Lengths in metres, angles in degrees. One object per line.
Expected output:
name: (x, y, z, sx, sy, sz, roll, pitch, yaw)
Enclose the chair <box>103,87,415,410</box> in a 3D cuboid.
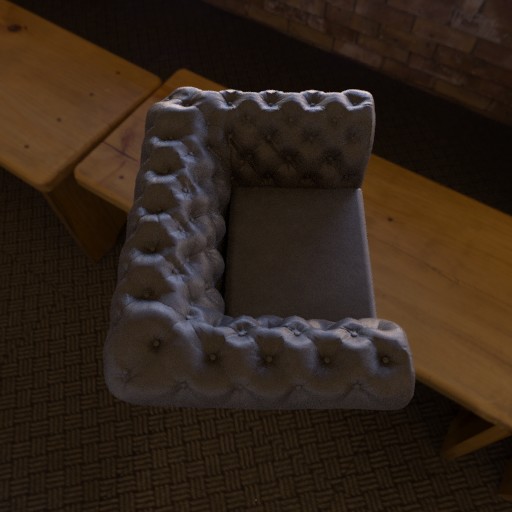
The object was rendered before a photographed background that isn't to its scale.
chair: (0.000, 0.000, 1.840, 0.943, 0.780, 1.298, 1, 61, 1)
